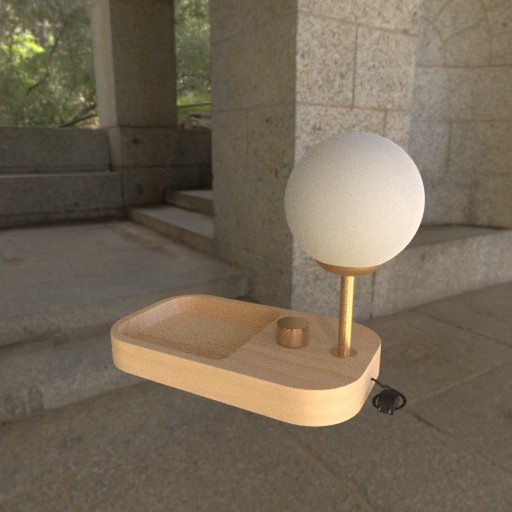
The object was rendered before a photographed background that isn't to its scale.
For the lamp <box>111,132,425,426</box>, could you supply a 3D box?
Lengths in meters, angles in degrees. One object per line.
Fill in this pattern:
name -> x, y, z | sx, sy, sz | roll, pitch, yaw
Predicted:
lamp -> 0.000, 0.000, 0.473 | 0.331, 0.253, 0.173 | 7, 16, 27
